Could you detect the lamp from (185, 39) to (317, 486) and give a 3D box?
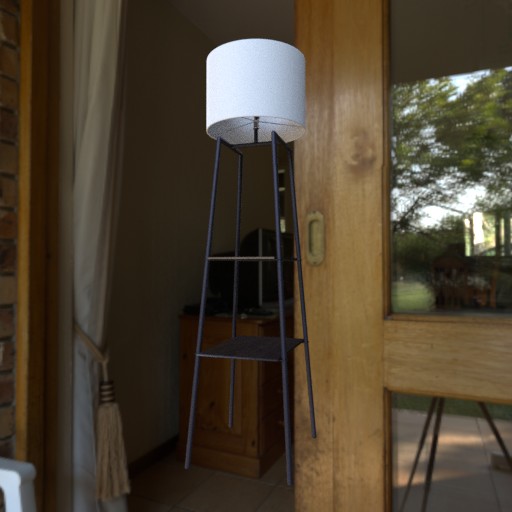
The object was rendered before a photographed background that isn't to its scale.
[{"bbox_3d":[0.000,0.000,1.682,0.384,1.474,0.427,0,-1,18],"label":"lamp"}]
